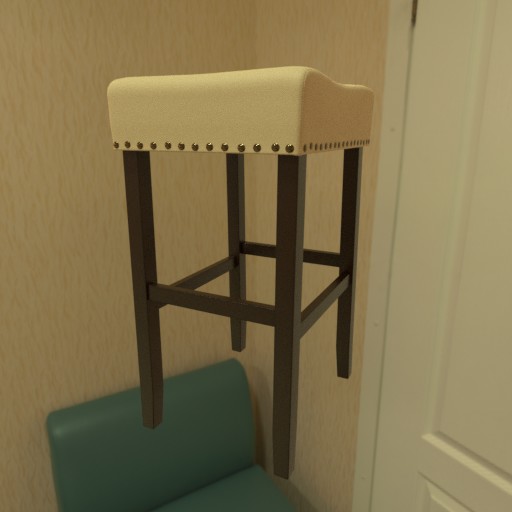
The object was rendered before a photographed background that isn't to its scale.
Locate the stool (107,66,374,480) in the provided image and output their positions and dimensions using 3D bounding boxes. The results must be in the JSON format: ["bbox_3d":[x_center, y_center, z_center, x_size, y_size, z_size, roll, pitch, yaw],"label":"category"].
[{"bbox_3d":[0.000,0.000,1.038,0.401,0.762,0.471,8,18,26],"label":"stool"}]
